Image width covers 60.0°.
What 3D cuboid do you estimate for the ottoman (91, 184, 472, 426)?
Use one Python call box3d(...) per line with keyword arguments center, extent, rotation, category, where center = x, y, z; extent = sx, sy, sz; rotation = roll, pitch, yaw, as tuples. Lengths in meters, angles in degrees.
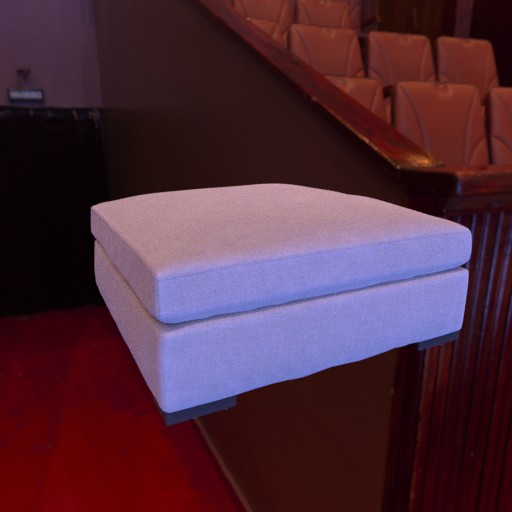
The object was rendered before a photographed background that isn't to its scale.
box3d(center=(0.000, 0.000, 1.836), extent=(1.171, 0.517, 1.203), rotation=(-8, 17, -26), category="ottoman")
